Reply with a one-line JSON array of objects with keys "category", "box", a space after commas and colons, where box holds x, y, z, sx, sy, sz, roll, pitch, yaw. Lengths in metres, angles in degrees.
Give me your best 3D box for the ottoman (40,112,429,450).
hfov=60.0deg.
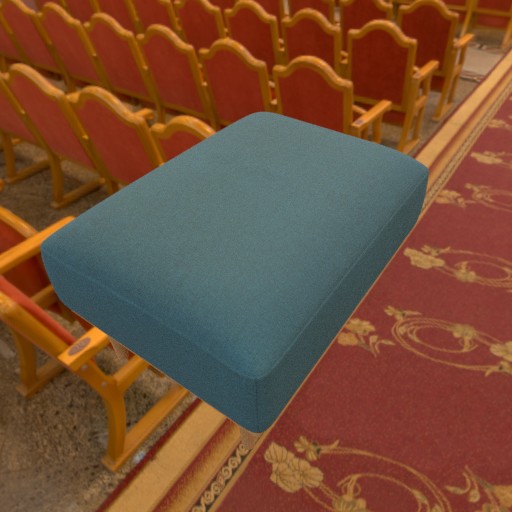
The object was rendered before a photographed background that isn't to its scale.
[{"category": "ottoman", "box": [0.000, 0.000, 1.063, 0.549, 0.428, 0.749, 25, 48, 25]}]
